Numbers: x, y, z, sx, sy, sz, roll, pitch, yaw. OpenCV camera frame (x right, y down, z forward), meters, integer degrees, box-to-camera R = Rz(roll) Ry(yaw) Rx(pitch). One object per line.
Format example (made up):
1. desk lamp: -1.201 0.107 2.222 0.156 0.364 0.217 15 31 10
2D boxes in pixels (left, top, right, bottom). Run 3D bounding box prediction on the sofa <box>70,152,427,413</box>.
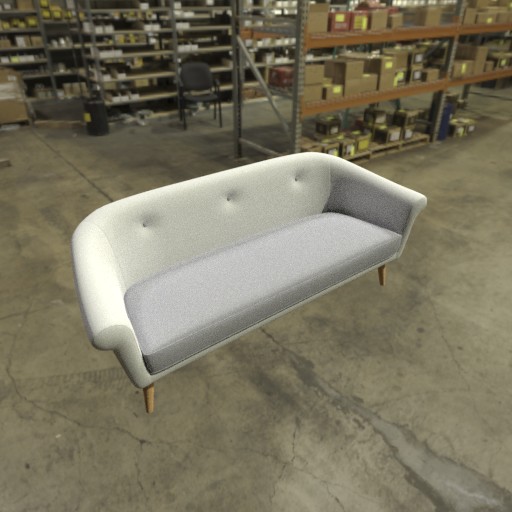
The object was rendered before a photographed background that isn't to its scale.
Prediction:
1. sofa: 0.000 0.000 2.609 2.160 0.795 0.827 -22 37 -31
